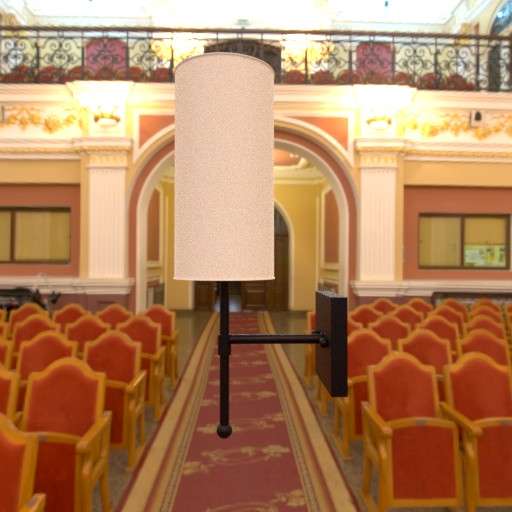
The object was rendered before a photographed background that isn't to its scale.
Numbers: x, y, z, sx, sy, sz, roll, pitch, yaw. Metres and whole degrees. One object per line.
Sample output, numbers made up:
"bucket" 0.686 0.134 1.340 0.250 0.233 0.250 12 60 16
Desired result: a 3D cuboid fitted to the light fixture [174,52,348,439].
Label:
"light fixture" 0.000 0.000 0.566 0.208 0.462 0.128 0 -1 -1
